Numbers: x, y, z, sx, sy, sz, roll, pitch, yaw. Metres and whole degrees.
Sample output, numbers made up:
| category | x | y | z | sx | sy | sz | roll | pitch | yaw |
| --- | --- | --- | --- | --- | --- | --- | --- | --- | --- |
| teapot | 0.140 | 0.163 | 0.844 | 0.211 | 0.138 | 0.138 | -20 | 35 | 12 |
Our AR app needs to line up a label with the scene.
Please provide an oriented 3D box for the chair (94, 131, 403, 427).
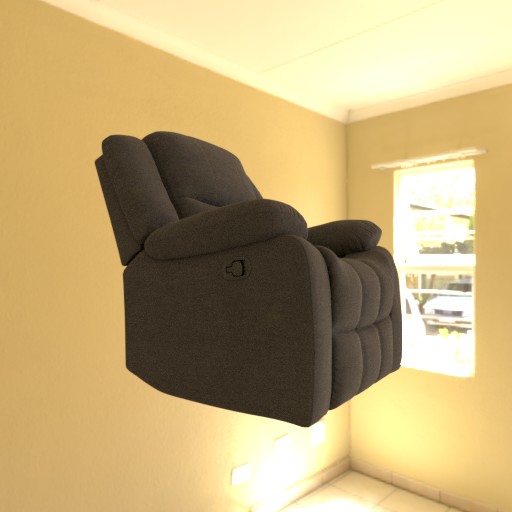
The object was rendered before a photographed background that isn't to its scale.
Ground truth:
| category | x | y | z | sx | sy | sz | roll | pitch | yaw |
| --- | --- | --- | --- | --- | --- | --- | --- | --- | --- |
| chair | 0.000 | 0.000 | 1.721 | 0.944 | 1.008 | 0.899 | -1 | -1 | 35 |
